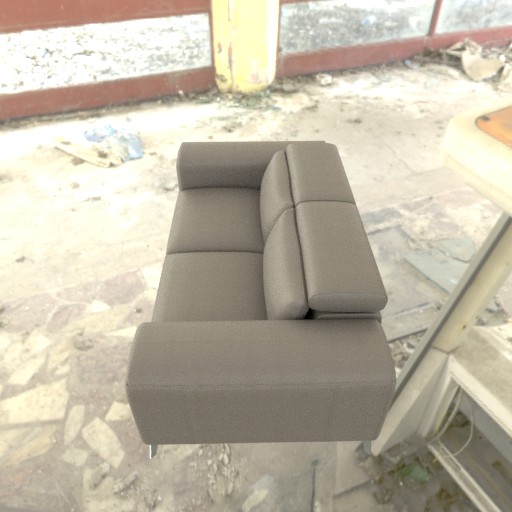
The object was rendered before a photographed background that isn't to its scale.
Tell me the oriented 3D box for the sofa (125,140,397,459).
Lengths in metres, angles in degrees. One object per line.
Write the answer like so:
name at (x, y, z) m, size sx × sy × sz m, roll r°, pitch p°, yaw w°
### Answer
sofa at (0.000, 0.000, 2.445) m, size 1.024 × 0.753 × 1.930 m, roll -1°, pitch 41°, yaw -1°
